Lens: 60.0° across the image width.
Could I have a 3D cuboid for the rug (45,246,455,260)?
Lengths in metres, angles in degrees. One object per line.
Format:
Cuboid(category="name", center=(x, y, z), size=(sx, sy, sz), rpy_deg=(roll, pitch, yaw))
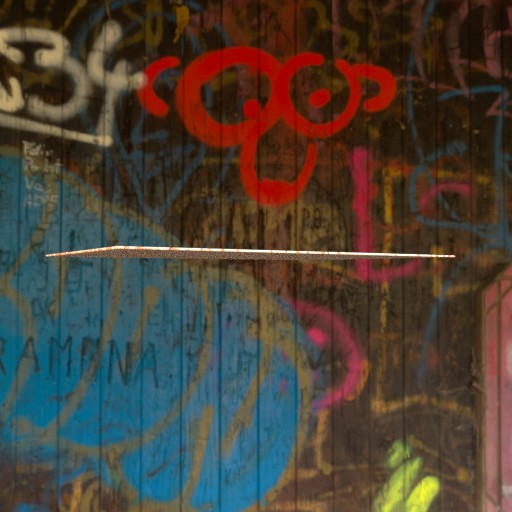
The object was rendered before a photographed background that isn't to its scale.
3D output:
Cuboid(category="rug", center=(0.000, 0.000, 3.096), size=(2.435, 0.011, 1.517), rpy_deg=(1, -2, -35))
